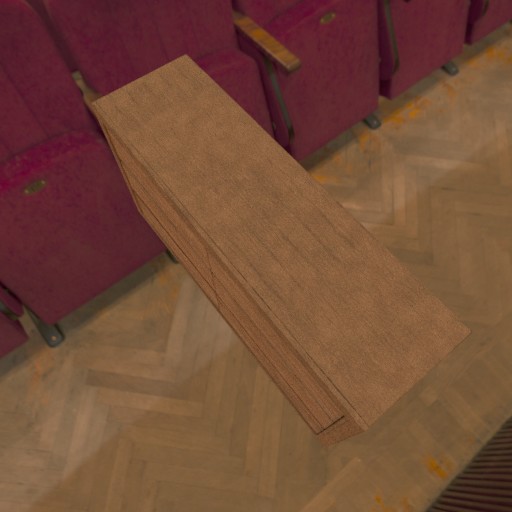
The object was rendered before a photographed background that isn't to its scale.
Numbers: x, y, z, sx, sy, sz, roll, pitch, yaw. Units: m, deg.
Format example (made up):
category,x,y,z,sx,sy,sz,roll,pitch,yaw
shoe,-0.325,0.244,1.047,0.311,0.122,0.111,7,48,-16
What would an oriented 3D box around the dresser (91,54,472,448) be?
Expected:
category,x,y,z,sx,sy,sz,roll,pitch,yaw
dresser,0.000,0.000,2.031,0.483,0.889,1.628,-35,69,-16
